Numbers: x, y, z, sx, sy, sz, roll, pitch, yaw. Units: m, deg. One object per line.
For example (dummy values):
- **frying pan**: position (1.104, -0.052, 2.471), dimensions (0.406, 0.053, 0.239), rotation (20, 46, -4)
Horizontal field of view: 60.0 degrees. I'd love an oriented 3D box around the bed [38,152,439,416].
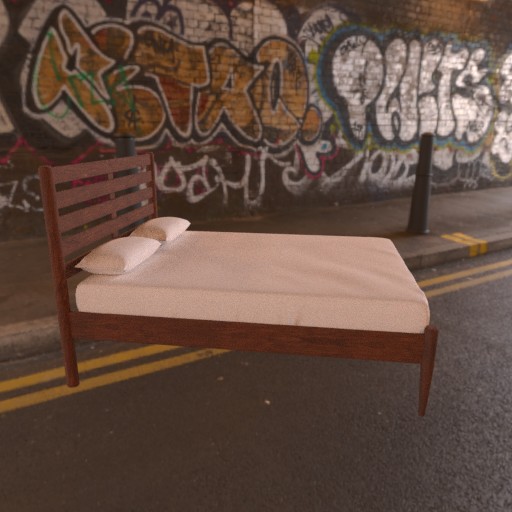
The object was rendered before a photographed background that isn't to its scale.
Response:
- **bed**: position (0.000, 0.000, 3.047), dimensions (2.093, 1.304, 1.509), rotation (2, 16, 8)
